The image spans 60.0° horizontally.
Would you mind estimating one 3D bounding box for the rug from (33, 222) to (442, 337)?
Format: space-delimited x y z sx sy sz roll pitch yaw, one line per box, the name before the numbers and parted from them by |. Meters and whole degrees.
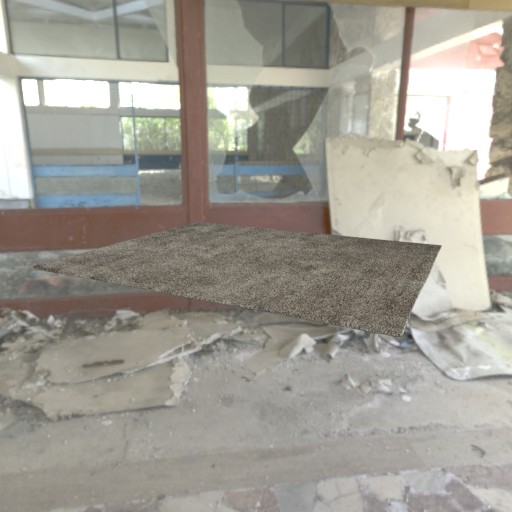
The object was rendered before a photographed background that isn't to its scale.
rug | 0.000 0.000 4.107 3.000 0.025 2.401 7 16 26
